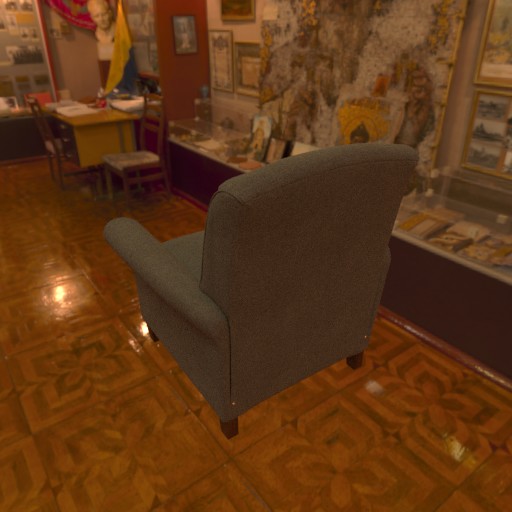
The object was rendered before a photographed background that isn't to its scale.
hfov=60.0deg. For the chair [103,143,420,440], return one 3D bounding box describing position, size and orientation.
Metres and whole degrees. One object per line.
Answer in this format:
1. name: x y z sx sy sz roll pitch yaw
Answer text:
1. chair: 0.000 0.000 1.835 0.978 1.061 0.905 -18 33 -30
